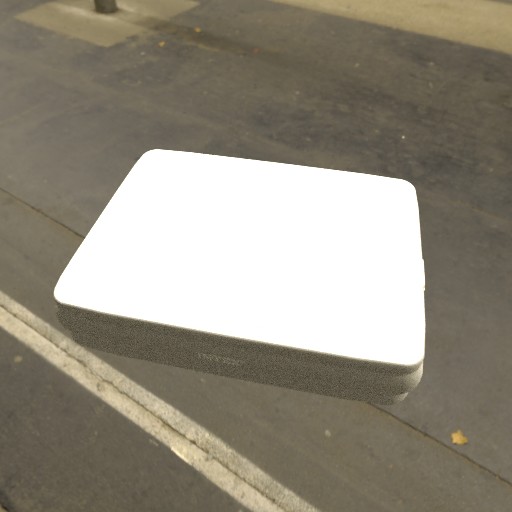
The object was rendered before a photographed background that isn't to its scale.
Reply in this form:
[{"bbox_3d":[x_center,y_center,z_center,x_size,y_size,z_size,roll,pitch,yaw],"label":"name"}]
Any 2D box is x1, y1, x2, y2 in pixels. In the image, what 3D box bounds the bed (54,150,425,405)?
[{"bbox_3d":[0.000,0.000,2.793,2.036,0.460,1.520,9,48,8],"label":"bed"}]
